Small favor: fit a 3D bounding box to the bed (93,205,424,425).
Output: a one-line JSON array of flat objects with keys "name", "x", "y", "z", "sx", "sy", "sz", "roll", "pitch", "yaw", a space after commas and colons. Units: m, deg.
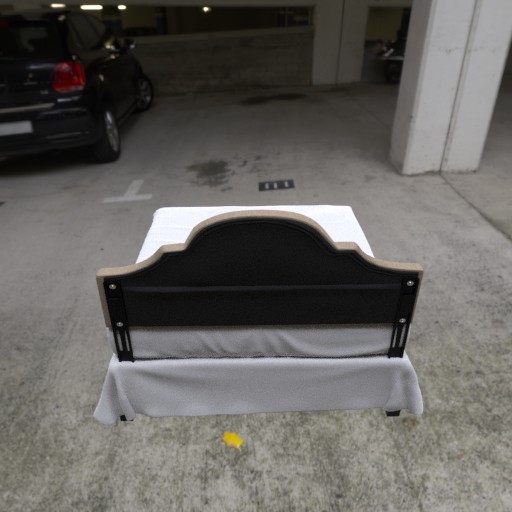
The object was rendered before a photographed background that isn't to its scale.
[{"name": "bed", "x": 0.000, "y": 0.000, "z": 3.681, "sx": 2.303, "sy": 1.631, "sz": 2.222, "roll": -1, "pitch": 30, "yaw": -1}]
